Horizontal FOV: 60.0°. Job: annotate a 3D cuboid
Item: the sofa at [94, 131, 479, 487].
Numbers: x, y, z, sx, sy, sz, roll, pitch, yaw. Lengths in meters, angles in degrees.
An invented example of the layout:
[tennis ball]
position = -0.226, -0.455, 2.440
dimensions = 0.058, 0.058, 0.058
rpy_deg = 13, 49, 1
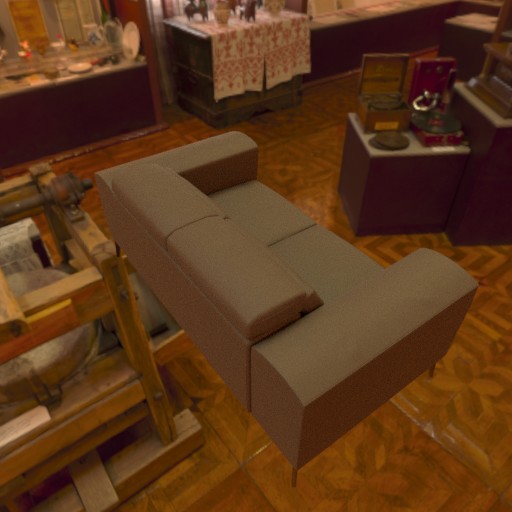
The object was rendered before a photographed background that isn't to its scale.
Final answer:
[sofa]
position = 0.000, 0.000, 2.369
dimensions = 1.003, 0.779, 1.895
rpy_deg = -25, 46, -27
